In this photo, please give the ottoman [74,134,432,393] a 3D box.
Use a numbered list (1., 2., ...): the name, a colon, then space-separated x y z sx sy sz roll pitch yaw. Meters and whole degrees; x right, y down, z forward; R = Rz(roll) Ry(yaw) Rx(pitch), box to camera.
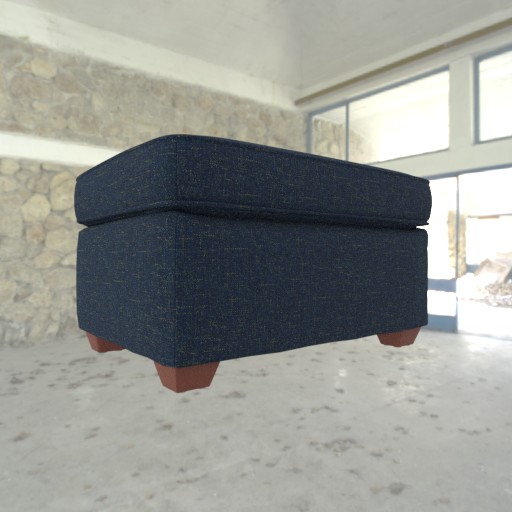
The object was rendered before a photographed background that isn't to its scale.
1. ottoman: 0.000 0.000 1.089 0.749 0.450 0.549 0 0 -38
